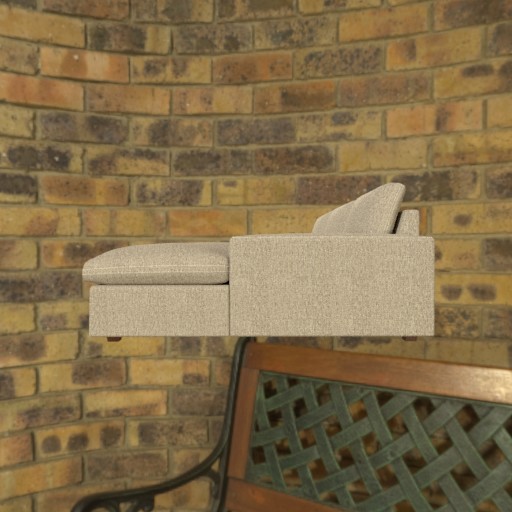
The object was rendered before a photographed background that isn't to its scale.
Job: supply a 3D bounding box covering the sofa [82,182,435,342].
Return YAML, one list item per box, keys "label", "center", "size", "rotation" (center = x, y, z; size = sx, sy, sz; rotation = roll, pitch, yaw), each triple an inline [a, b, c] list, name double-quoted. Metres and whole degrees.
- label: "sofa"
  center: [0.000, 0.000, 3.463]
  size: [1.689, 0.813, 2.718]
  rotation: [0, 1, 0]
